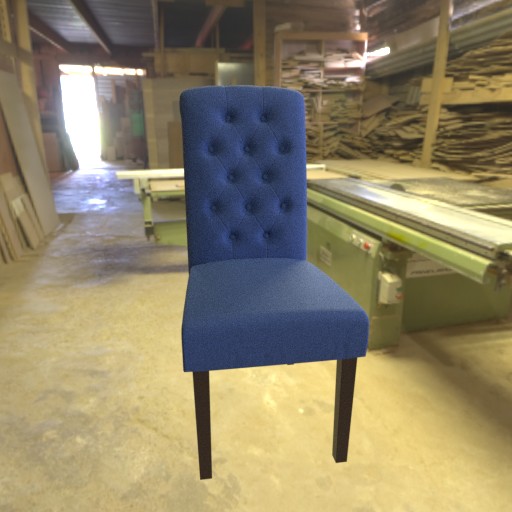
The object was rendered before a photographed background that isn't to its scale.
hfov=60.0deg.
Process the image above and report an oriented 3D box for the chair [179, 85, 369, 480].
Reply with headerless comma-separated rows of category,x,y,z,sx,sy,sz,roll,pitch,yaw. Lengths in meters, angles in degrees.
chair,0.000,0.000,1.341,0.456,1.006,0.671,-3,17,-9
